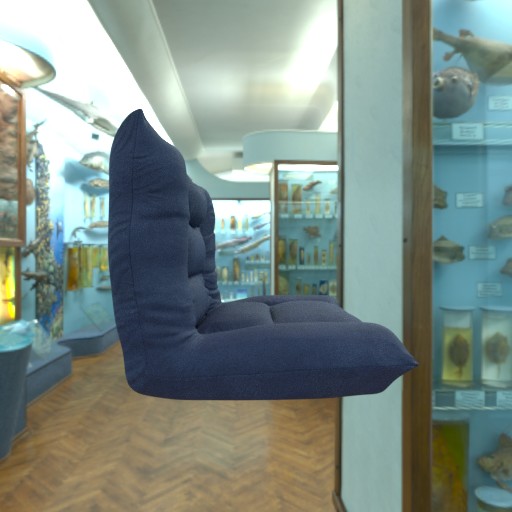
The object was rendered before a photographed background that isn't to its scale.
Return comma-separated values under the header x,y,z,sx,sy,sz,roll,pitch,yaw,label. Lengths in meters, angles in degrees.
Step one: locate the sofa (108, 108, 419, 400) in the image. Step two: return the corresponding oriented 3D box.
x,y,z,sx,sy,sz,roll,pitch,yaw,label
0.000,0.000,1.708,0.849,0.778,1.122,0,0,0,sofa
